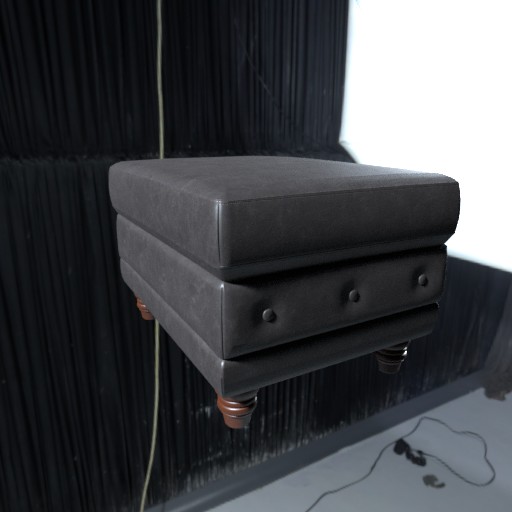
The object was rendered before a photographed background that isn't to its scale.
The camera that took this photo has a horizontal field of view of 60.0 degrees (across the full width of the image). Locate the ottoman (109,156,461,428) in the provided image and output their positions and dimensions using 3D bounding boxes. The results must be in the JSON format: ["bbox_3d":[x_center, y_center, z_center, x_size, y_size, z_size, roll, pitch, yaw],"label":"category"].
[{"bbox_3d":[0.000,0.000,1.190,0.590,0.498,0.795,-9,18,-28],"label":"ottoman"}]
